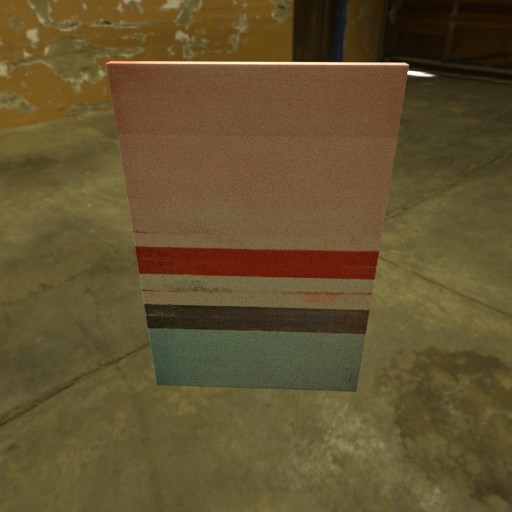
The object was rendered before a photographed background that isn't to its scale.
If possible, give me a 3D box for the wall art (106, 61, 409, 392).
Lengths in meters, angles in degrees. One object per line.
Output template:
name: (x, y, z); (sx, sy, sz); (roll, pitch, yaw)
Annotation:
wall art: (0.000, 0.000, 1.137); (0.610, 0.914, 0.038); (1, 30, 2)
